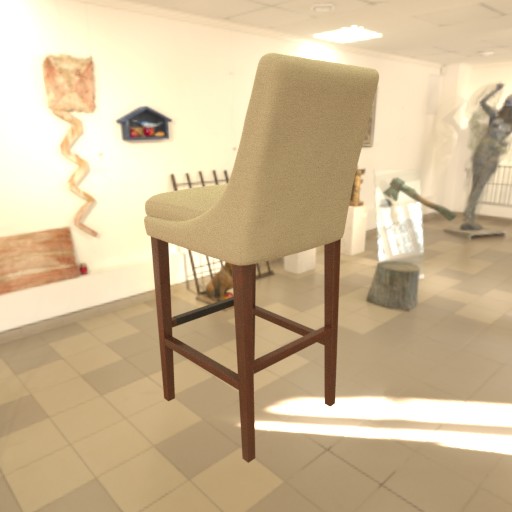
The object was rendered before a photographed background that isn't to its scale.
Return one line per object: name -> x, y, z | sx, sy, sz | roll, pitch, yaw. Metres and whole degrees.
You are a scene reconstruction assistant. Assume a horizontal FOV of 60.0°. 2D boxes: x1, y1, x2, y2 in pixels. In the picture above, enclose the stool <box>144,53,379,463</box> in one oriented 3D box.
stool -> 0.000, 0.000, 1.385 | 0.470, 1.078, 0.577 | -15, 22, -41
